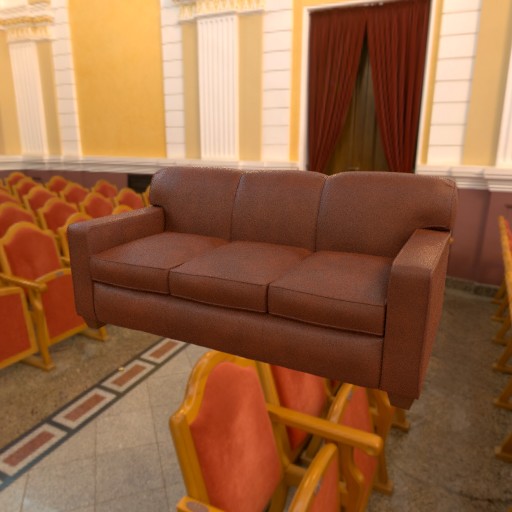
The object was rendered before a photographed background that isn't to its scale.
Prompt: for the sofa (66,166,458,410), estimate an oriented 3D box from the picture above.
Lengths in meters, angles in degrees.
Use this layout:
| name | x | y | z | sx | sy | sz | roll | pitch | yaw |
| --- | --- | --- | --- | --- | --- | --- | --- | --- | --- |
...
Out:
| name | x | y | z | sx | sy | sz | roll | pitch | yaw |
| --- | --- | --- | --- | --- | --- | --- | --- | --- | --- |
| sofa | 0.000 | 0.000 | 2.573 | 2.039 | 0.953 | 1.008 | 8 | 17 | 26 |
